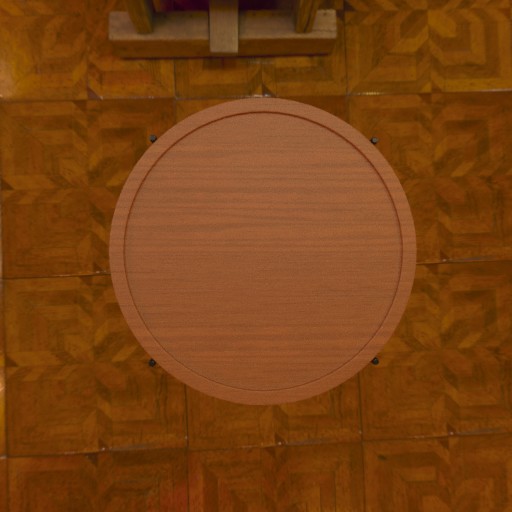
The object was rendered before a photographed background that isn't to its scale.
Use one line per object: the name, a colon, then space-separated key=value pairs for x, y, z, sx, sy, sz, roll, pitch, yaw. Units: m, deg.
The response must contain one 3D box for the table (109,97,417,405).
table: x=0.000 y=0.000 z=0.864 sx=0.393 sy=0.623 sz=0.393 roll=0 pitch=89 yaw=-2
